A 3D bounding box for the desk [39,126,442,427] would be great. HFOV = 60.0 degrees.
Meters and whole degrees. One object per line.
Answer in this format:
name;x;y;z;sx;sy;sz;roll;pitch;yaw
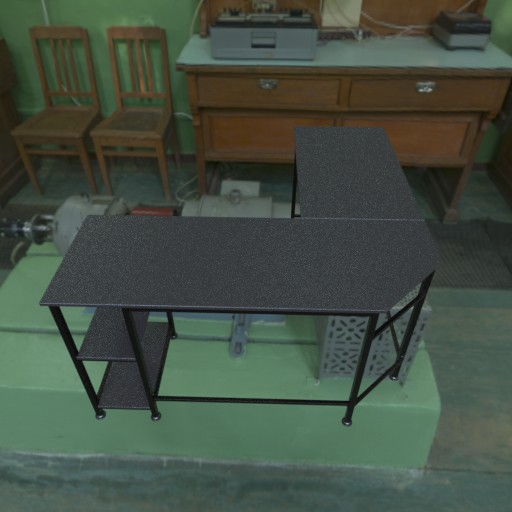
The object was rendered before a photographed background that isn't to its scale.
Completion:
desk;0.000;0.000;2.196;1.379;0.739;1.379;1;41;1
